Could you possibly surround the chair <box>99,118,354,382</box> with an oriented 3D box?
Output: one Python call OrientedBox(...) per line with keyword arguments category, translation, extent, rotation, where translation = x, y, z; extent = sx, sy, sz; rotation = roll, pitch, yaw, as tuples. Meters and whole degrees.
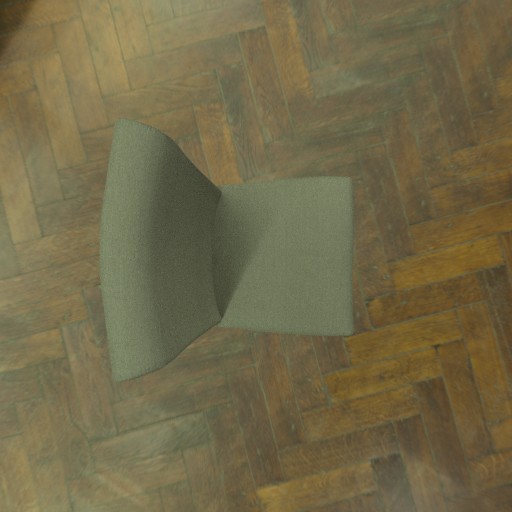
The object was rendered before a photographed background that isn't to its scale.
OrientedBox(category="chair", translation=(0.000, 0.000, 1.323), extent=(0.608, 0.988, 0.513), rotation=(0, 88, 0))
